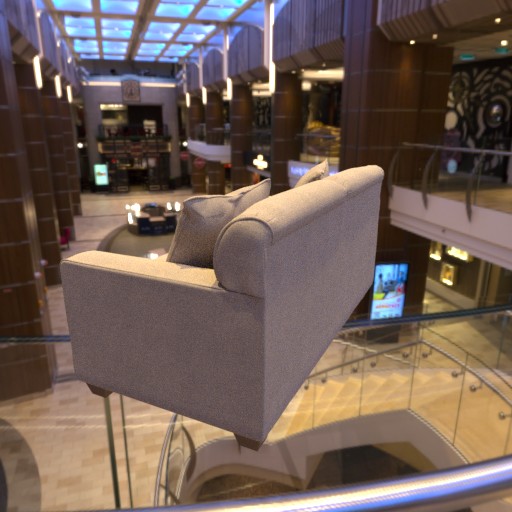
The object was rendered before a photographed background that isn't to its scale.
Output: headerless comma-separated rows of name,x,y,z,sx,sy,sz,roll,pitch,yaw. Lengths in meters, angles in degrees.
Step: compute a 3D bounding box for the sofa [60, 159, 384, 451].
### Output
sofa,0.000,0.000,2.464,0.998,0.958,1.846,8,19,25
